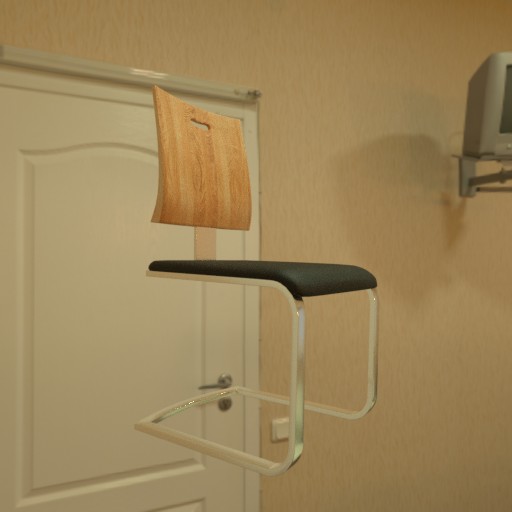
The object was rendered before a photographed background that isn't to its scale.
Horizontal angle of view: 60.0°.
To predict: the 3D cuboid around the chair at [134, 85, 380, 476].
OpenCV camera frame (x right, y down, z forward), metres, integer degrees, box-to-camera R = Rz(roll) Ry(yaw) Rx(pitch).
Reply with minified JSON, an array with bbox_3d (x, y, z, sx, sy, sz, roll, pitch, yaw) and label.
[{"bbox_3d":[0.000,0.000,1.235,0.560,0.936,0.462,0,-1,36],"label":"chair"}]
